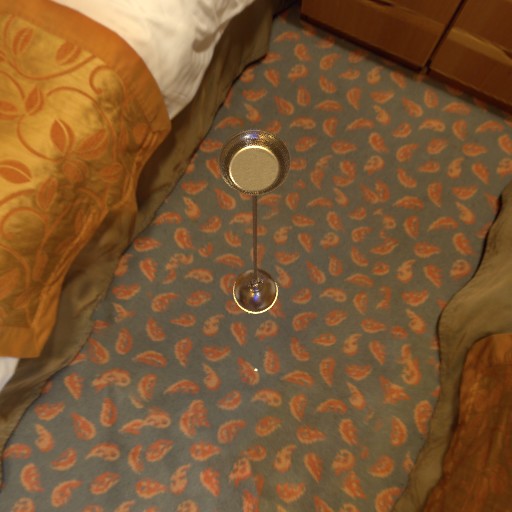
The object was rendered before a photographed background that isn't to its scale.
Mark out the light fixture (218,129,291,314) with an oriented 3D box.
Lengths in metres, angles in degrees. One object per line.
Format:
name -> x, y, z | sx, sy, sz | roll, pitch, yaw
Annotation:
light fixture -> 0.000, 0.000, 1.456 | 0.217, 1.367, 0.211 | -17, 76, -4
